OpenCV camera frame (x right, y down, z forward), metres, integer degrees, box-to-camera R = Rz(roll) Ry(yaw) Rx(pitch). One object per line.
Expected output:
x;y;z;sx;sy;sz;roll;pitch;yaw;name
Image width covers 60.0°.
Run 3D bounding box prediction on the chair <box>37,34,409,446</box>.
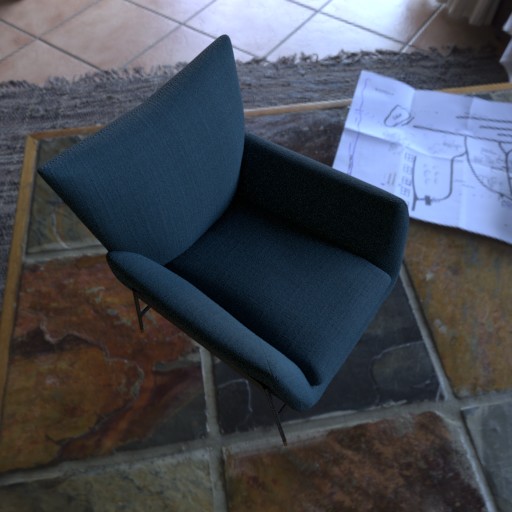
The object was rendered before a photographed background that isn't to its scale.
0.000;0.000;1.364;0.769;0.859;0.678;32;63;19;chair
